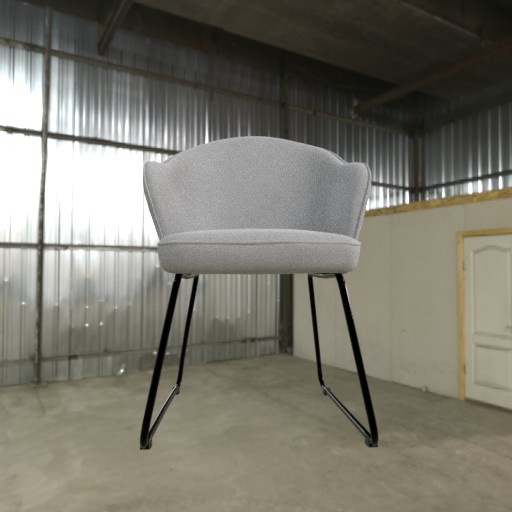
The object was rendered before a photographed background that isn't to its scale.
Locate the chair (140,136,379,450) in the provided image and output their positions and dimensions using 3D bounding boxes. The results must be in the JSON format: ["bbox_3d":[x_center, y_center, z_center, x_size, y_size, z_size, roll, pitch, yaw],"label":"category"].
[{"bbox_3d":[0.000,0.000,1.196,0.570,0.817,0.592,0,-1,-2],"label":"chair"}]
